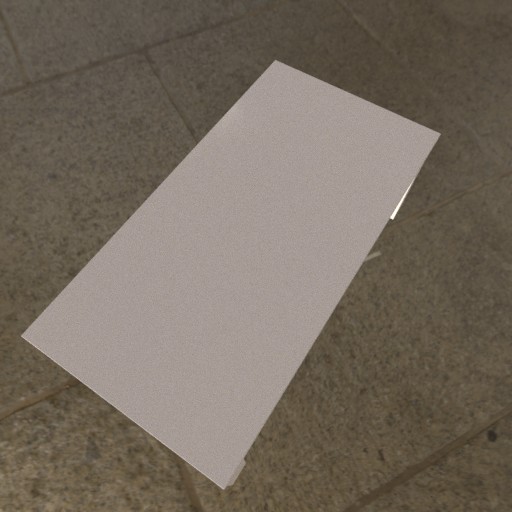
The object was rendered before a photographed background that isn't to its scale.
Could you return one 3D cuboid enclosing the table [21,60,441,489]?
[{"bbox_3d":[0.000,0.000,1.628,0.700,0.470,1.350,30,67,14],"label":"table"}]
